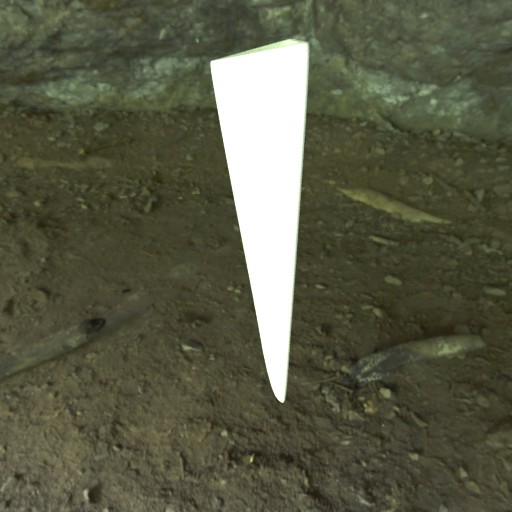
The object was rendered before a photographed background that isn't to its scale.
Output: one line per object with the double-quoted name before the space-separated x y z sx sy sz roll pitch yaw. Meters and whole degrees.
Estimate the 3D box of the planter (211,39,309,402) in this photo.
"planter" 0.000 0.000 0.386 0.065 0.338 0.143 0 27 1
